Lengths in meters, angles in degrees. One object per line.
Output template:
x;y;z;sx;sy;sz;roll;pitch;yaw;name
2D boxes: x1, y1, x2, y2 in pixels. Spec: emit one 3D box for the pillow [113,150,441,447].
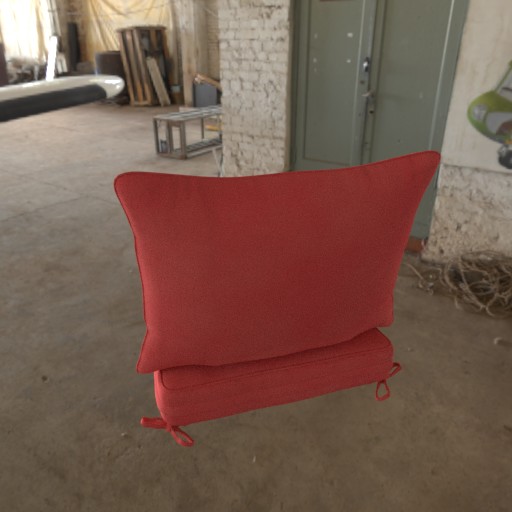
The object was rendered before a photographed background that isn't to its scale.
0.000;0.000;1.367;0.798;0.725;0.733;-7;27;-15;pillow
